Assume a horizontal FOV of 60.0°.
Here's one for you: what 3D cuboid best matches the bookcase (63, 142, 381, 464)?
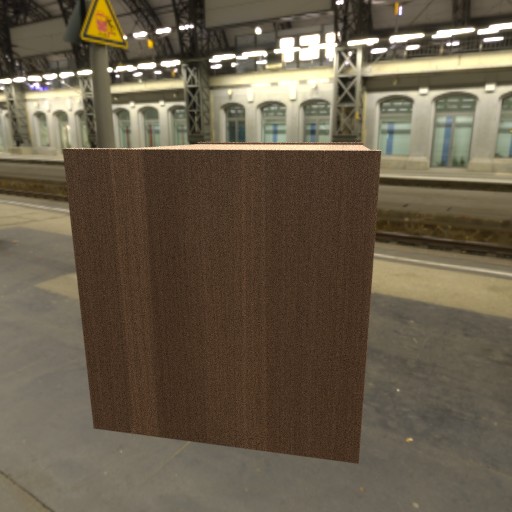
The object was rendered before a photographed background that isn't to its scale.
[{"bbox_3d":[0.000,0.000,0.626,0.290,0.305,0.415,3,15,11],"label":"bookcase"}]
